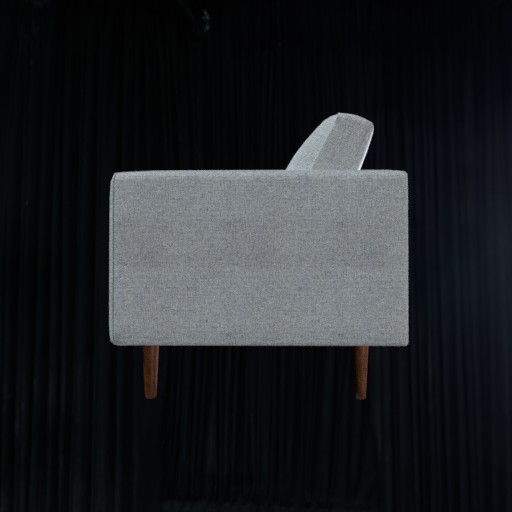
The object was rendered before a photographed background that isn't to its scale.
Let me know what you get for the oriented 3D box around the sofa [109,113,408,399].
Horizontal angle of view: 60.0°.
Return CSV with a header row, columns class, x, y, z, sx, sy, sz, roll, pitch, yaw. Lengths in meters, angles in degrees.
class,x,y,z,sx,sy,sz,roll,pitch,yaw
sofa,0.000,0.000,2.142,0.969,0.973,1.527,0,0,1
